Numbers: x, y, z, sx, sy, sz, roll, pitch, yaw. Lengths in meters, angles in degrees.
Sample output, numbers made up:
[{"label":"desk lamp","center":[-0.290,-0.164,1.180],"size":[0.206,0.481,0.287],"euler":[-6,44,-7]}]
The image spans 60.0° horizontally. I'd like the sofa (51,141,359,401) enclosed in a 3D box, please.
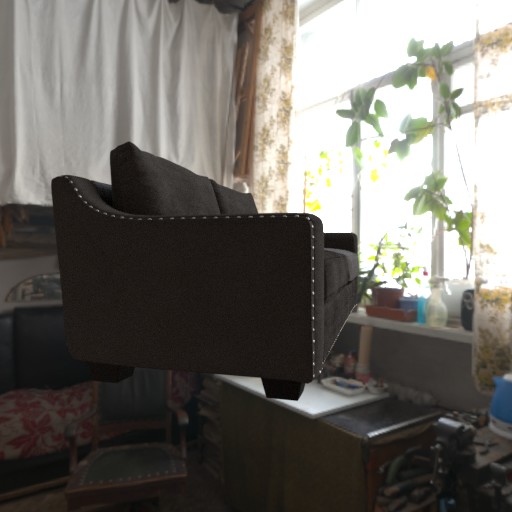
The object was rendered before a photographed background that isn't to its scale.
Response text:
[{"label":"sofa","center":[0.000,0.000,3.184],"size":[1.336,1.196,2.550],"euler":[0,1,16]}]
